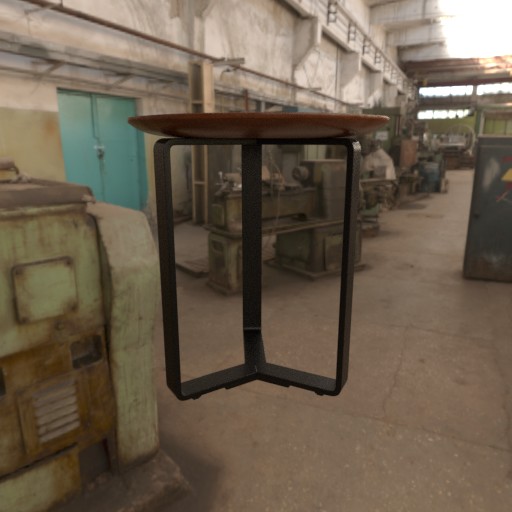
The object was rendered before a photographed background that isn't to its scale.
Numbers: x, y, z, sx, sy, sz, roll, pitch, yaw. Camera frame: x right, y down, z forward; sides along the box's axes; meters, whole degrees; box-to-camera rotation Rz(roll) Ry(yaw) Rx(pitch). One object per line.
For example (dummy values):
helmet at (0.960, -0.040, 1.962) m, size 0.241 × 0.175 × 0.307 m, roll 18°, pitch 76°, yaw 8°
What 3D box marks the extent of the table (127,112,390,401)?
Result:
table at (0.000, 0.000, 0.764) m, size 0.410 × 0.450 × 0.380 m, roll 7°, pitch 16°, yaw 26°
